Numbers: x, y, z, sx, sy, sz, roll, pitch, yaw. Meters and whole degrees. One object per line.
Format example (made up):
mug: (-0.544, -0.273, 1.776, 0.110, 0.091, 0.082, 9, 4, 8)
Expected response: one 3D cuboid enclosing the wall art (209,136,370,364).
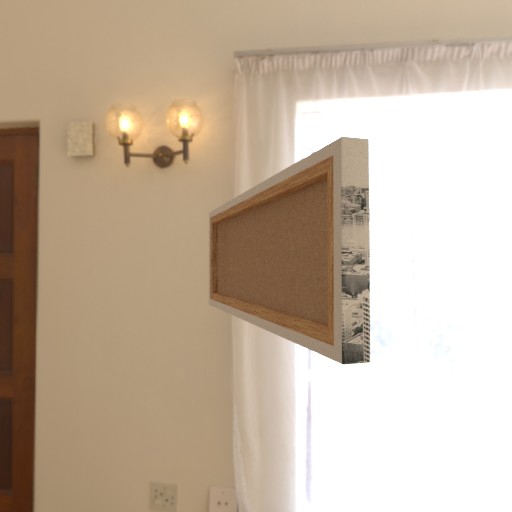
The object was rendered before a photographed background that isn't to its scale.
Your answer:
wall art: (0.000, 0.000, 0.863, 0.038, 0.255, 0.763, 0, -1, -17)
